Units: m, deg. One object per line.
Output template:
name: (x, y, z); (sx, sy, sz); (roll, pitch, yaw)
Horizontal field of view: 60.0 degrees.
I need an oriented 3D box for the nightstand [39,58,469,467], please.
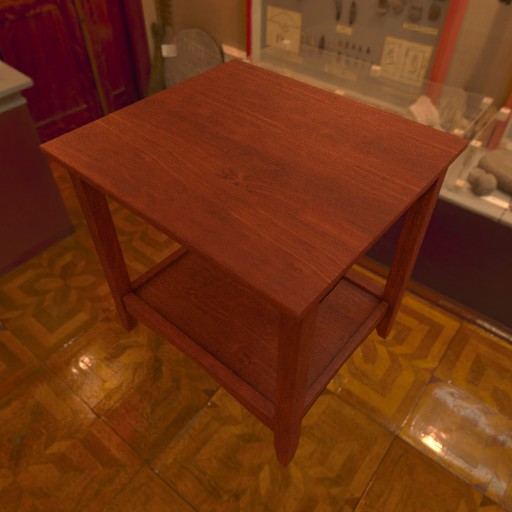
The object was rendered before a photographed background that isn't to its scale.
nightstand: (0.000, 0.000, 0.967); (0.558, 0.558, 0.501); (31, 53, 27)
